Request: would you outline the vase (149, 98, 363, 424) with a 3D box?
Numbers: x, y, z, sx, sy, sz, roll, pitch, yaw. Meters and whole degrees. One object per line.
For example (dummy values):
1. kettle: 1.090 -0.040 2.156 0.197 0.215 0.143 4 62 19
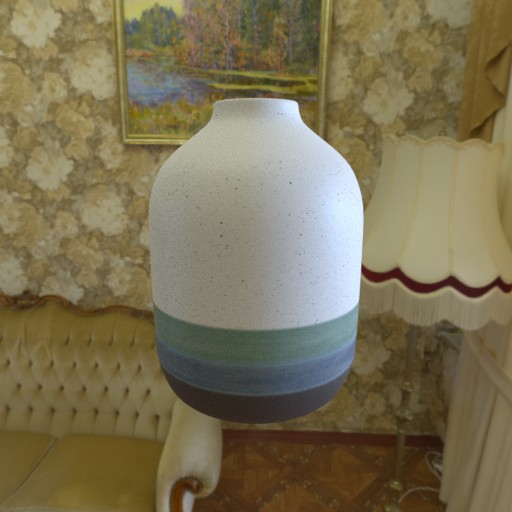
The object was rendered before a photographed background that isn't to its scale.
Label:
1. vase: 0.000 0.000 0.365 0.169 0.240 0.169 0 14 0
